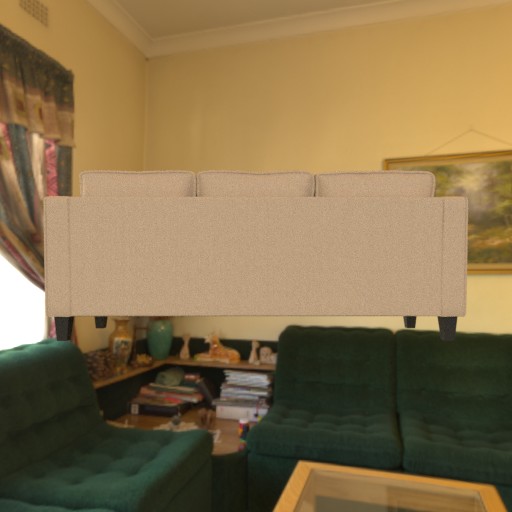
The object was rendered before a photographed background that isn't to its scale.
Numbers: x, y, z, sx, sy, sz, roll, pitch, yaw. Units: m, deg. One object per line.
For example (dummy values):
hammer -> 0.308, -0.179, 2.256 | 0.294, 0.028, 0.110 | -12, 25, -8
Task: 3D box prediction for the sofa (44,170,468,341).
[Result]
sofa -> 0.000, 0.000, 2.598 | 2.131, 0.902, 0.791 | 0, -3, 0
